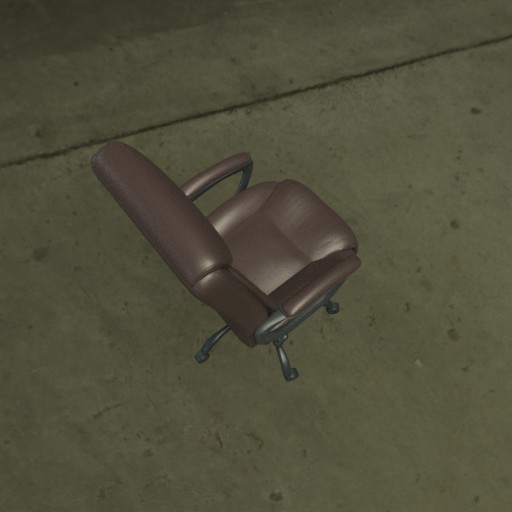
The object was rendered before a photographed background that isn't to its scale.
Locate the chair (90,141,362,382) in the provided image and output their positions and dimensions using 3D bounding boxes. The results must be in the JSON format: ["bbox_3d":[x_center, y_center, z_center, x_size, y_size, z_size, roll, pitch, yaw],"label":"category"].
[{"bbox_3d":[0.000,0.000,1.462,0.655,1.072,0.615,-35,65,-19],"label":"chair"}]
